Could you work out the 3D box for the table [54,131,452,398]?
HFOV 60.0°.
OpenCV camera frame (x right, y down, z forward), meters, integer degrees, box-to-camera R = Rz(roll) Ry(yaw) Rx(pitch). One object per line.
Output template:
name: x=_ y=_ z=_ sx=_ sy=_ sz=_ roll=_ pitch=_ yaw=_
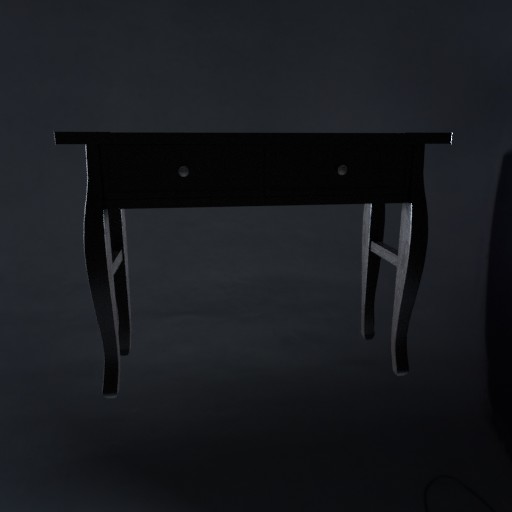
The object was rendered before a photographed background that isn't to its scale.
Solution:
table: x=0.000 y=0.000 z=1.437 sx=1.062 sy=0.768 sz=0.373 roll=-2 pitch=15 yaw=-8
